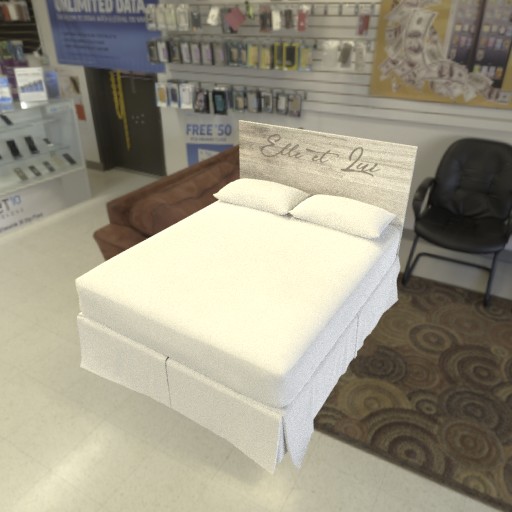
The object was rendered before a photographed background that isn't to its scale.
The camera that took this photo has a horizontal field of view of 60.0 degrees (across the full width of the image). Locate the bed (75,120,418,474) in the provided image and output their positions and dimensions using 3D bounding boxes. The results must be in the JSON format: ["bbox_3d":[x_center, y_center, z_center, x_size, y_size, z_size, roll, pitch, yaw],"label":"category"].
[{"bbox_3d":[0.000,0.000,3.218,1.745,1.335,2.094,18,34,28],"label":"bed"}]
